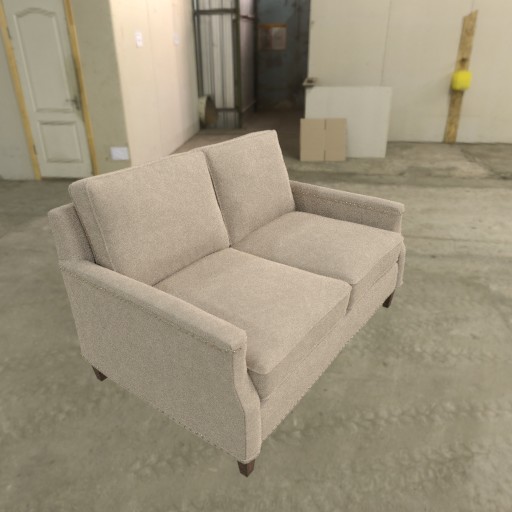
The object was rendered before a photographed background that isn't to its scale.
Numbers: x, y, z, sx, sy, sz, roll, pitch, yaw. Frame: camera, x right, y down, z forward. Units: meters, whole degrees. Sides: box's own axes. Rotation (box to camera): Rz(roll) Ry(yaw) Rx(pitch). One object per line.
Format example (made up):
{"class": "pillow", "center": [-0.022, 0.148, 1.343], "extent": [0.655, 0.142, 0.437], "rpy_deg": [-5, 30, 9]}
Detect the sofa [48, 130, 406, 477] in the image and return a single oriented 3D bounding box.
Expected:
{"class": "sofa", "center": [0.000, 0.000, 2.254], "extent": [1.084, 1.002, 1.597], "rpy_deg": [18, 32, 32]}
